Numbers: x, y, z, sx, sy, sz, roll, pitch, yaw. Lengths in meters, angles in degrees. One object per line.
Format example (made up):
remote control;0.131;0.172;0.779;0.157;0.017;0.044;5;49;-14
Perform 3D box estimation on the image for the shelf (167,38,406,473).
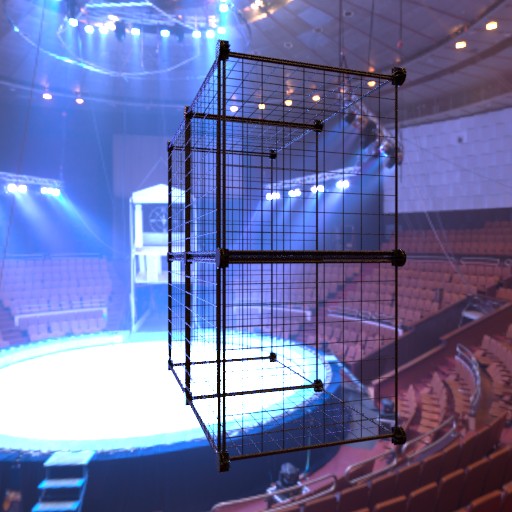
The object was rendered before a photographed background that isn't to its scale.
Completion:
shelf;0.000;0.000;1.106;0.356;0.711;0.711;0;0;-18
